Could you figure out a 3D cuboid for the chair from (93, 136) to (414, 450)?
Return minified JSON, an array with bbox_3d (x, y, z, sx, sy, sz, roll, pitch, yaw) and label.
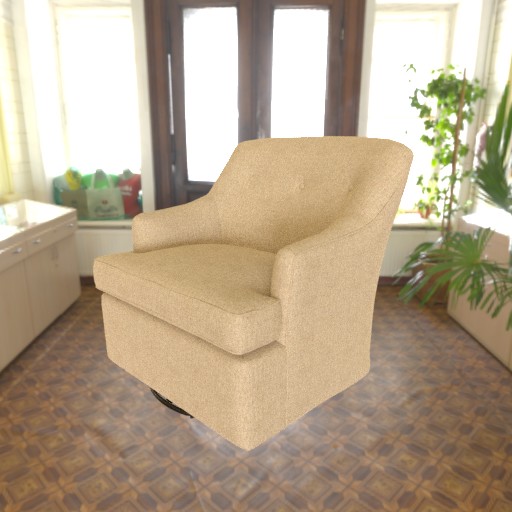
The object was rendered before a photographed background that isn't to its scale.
[{"bbox_3d":[0.000,0.000,1.636,0.864,0.856,0.923,14,20,42],"label":"chair"}]
